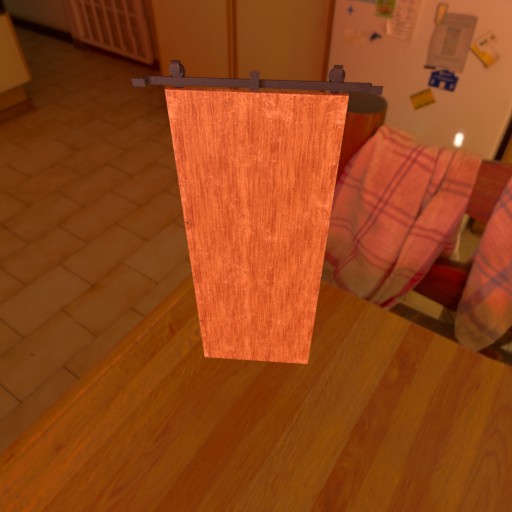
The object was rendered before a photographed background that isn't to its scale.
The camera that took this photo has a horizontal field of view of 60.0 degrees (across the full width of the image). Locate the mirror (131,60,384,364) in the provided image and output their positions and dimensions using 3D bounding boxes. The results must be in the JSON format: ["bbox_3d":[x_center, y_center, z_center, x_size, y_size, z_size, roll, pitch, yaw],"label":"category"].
[{"bbox_3d":[0.000,0.000,2.091,0.847,1.793,0.042,3,45,3],"label":"mirror"}]
